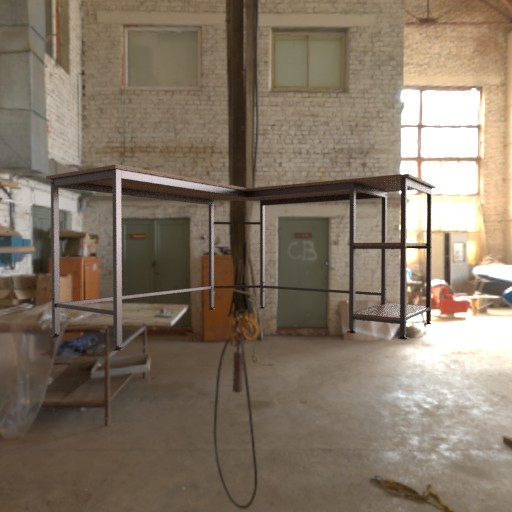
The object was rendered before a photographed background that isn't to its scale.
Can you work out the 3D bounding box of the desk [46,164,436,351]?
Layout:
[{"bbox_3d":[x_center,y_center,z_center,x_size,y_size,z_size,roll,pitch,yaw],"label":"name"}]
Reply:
[{"bbox_3d":[0.000,0.000,2.203,1.379,0.739,1.379,1,1,35],"label":"desk"}]
